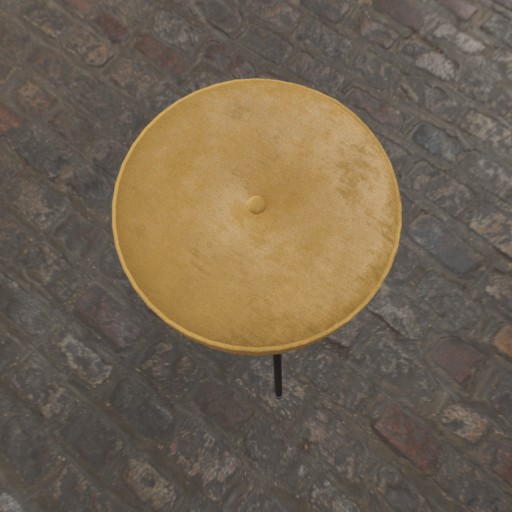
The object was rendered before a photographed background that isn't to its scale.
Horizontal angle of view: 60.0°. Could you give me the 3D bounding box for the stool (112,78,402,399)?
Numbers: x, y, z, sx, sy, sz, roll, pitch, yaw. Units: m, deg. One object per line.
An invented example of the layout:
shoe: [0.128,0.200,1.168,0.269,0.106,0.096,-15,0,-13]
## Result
stool: [0.000,0.000,0.918,0.472,0.595,0.438,37,78,9]
